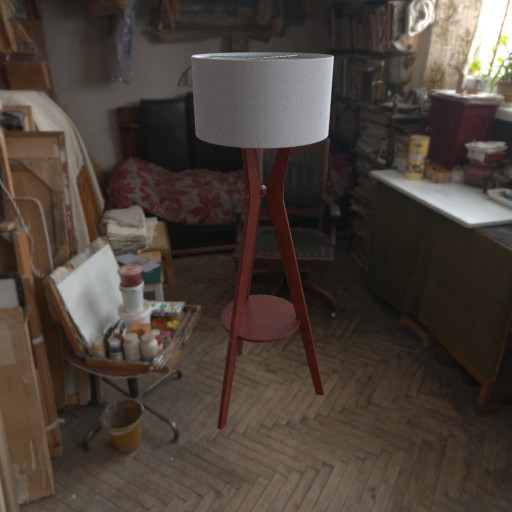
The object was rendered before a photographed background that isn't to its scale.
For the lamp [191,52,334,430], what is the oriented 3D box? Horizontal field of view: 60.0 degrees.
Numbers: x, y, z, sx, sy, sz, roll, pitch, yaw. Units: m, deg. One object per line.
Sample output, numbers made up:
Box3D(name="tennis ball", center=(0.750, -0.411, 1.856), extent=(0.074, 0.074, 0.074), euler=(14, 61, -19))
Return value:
Box3D(name="lamp", center=(0.000, 0.000, 1.789), extent=(0.539, 1.472, 0.542), euler=(19, 32, 32))
